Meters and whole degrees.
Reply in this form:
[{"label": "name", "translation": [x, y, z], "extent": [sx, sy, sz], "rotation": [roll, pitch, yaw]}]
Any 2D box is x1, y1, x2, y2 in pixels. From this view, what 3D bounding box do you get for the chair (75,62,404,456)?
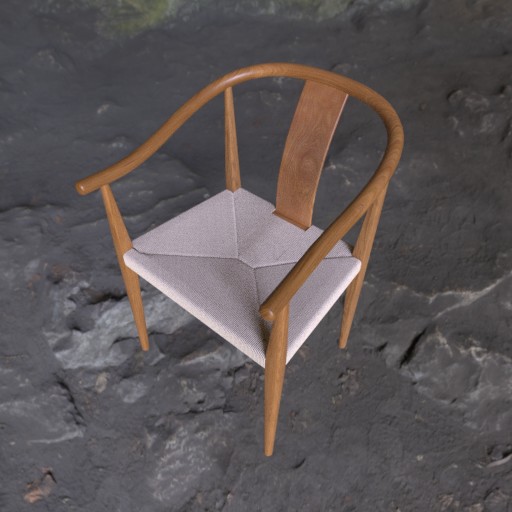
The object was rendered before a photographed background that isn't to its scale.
[{"label": "chair", "translation": [0.000, 0.000, 1.177], "extent": [0.556, 0.800, 0.579], "rotation": [31, 53, 27]}]
